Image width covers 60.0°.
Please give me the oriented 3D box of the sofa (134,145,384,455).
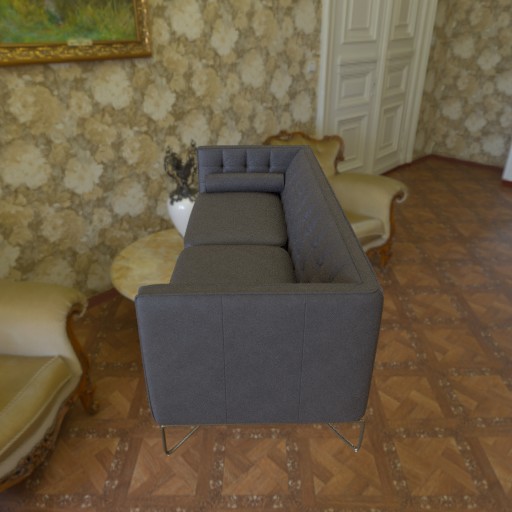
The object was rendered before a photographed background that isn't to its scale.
[{"bbox_3d":[0.000,0.000,2.546,0.867,0.789,2.087,0,27,-1],"label":"sofa"}]
